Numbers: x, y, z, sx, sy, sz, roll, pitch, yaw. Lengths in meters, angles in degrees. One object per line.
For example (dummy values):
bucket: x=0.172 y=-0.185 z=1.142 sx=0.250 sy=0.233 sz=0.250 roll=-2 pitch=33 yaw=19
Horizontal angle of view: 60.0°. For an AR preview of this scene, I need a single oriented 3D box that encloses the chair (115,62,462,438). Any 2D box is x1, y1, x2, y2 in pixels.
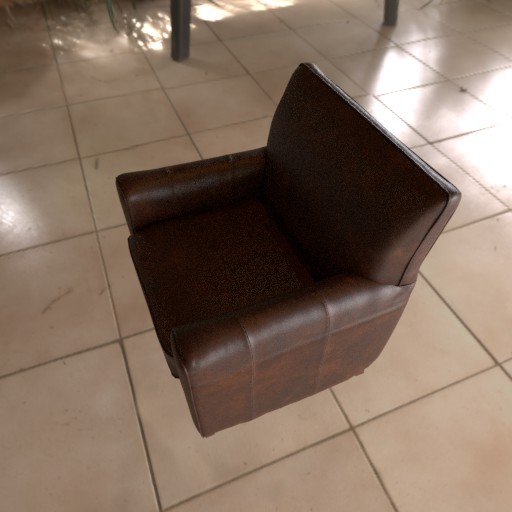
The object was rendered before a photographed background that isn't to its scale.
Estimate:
chair: x=0.000 y=0.000 z=1.585 sx=0.823 sy=0.943 sz=0.870 roll=-18 pitch=50 yaw=-15
